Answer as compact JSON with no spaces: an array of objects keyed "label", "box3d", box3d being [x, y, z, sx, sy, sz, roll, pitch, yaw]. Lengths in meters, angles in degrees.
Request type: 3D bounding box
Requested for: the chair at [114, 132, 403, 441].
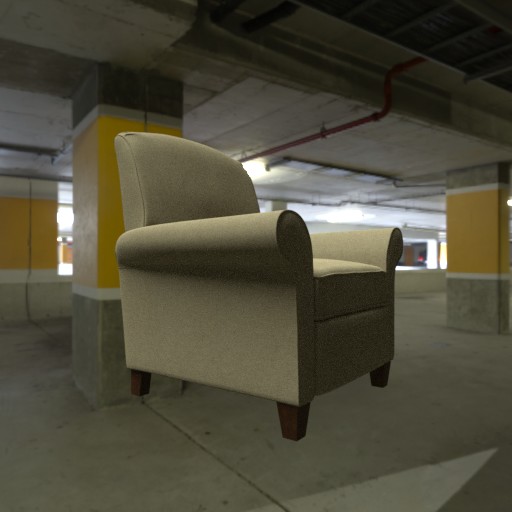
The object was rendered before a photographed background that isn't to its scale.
[{"label":"chair","box3d":[0.000,0.000,1.787,0.905,1.061,0.978,0,-1,37]}]
